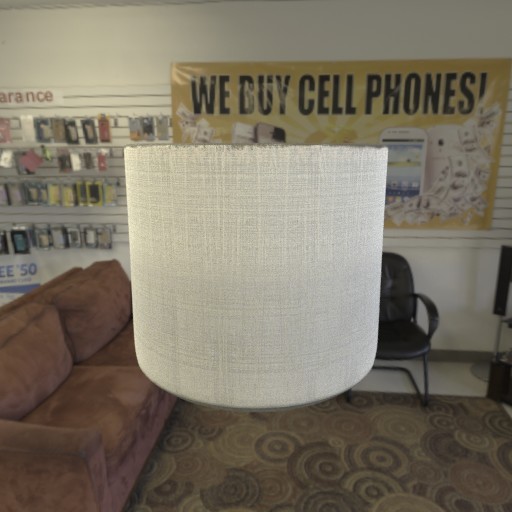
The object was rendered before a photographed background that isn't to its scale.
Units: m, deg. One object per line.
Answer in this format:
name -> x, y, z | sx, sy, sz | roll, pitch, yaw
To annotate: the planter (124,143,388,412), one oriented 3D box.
planter -> 0.000, 0.000, 0.410 | 0.226, 0.201, 0.226 | 0, 14, 0
